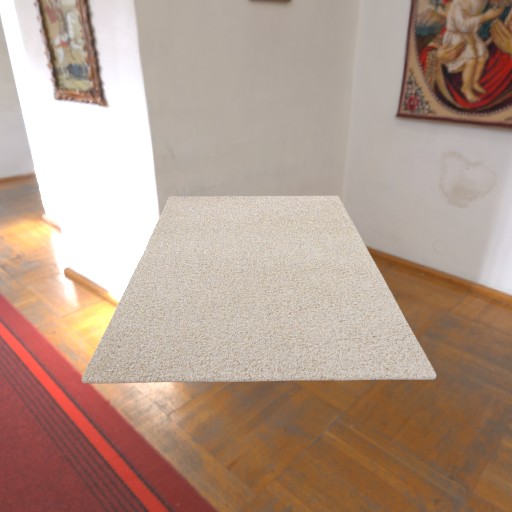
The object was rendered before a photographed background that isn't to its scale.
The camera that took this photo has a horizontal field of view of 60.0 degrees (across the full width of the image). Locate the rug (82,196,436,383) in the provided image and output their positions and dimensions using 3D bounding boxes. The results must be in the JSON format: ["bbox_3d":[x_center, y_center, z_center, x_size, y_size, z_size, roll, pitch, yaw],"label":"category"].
[{"bbox_3d":[0.000,0.000,3.426,1.778,0.030,2.743,0,27,-1],"label":"rug"}]
